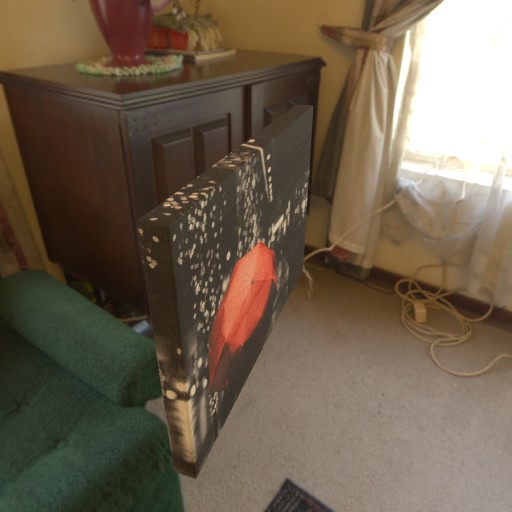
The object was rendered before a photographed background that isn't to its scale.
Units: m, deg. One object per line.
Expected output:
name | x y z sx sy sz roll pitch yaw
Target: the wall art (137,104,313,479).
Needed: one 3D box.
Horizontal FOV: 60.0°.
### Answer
wall art | 0.000 0.000 0.789 0.037 0.406 0.609 10 32 17
